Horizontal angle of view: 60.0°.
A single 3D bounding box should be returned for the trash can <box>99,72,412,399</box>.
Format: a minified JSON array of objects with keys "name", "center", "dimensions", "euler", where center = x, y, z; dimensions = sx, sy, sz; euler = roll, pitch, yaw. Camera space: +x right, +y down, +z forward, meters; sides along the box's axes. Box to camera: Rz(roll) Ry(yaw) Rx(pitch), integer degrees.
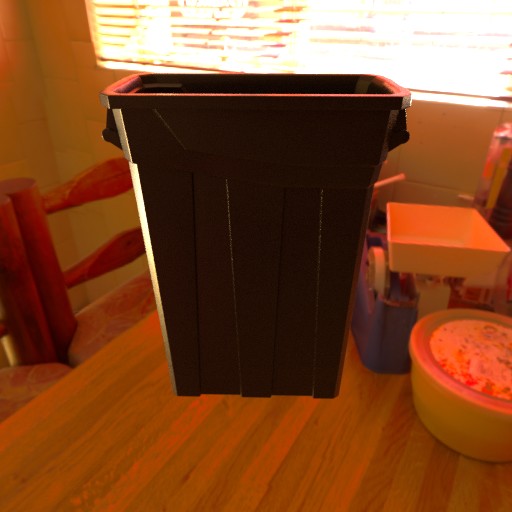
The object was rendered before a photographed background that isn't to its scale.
[{"name":"trash can","center":[0.000,0.000,1.035],"dimensions":[0.559,0.762,0.281],"euler":[1,30,1]}]
